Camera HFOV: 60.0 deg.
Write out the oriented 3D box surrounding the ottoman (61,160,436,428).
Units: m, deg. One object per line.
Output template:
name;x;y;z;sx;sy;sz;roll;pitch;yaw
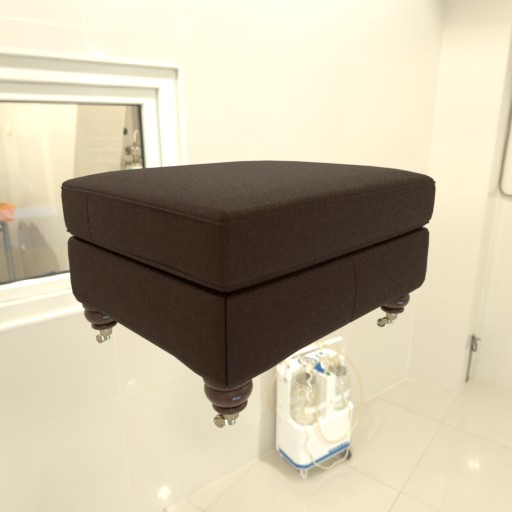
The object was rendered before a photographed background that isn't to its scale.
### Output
ottoman;0.000;0.000;1.837;0.967;0.730;1.187;16;22;43
